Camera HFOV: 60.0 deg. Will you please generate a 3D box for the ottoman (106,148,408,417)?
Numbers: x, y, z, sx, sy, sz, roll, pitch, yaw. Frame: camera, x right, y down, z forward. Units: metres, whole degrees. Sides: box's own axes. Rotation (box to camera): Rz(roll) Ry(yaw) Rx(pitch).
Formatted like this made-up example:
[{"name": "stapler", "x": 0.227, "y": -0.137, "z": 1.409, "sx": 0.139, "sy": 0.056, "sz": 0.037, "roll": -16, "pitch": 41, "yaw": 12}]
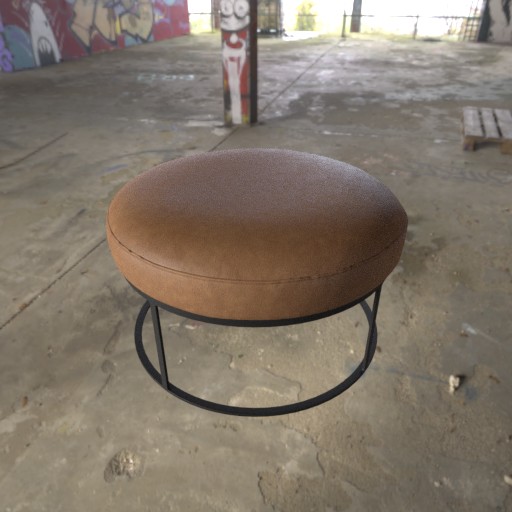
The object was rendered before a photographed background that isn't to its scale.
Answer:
[{"name": "ottoman", "x": 0.000, "y": 0.000, "z": 1.261, "sx": 0.771, "sy": 0.460, "sz": 0.771, "roll": 0, "pitch": 31, "yaw": 0}]
